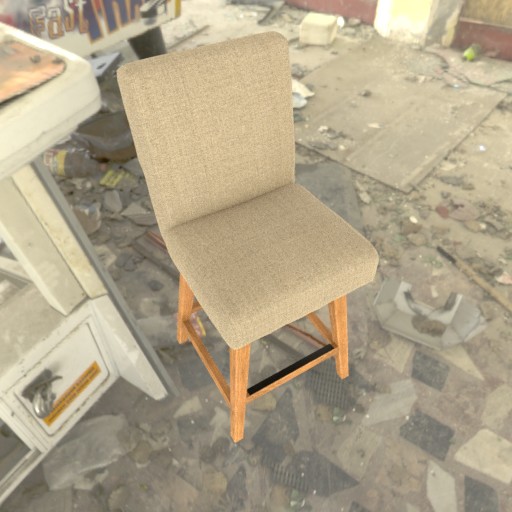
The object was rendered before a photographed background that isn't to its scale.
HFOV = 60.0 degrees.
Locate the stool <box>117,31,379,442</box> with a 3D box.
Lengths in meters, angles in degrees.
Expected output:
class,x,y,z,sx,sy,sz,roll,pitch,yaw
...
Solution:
class,x,y,z,sx,sy,sz,roll,pitch,yaw
stool,0.000,0.000,1.269,0.459,1.010,0.526,-23,51,-21
